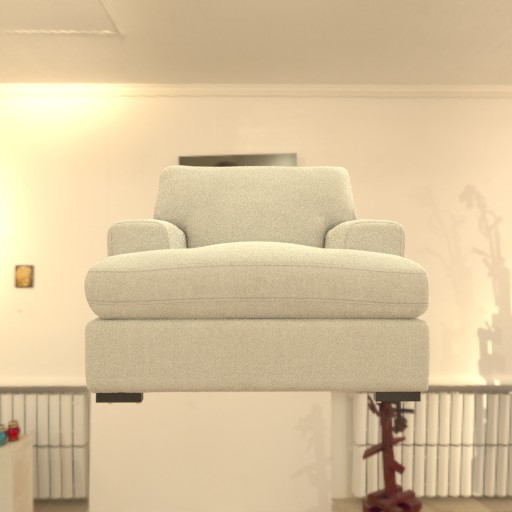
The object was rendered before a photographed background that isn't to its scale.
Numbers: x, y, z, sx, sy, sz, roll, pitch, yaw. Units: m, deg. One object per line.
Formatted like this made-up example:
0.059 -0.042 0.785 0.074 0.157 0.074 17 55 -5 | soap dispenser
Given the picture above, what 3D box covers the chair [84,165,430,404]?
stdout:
0.000 0.000 1.923 1.140 0.930 1.158 0 0 -1 | chair
